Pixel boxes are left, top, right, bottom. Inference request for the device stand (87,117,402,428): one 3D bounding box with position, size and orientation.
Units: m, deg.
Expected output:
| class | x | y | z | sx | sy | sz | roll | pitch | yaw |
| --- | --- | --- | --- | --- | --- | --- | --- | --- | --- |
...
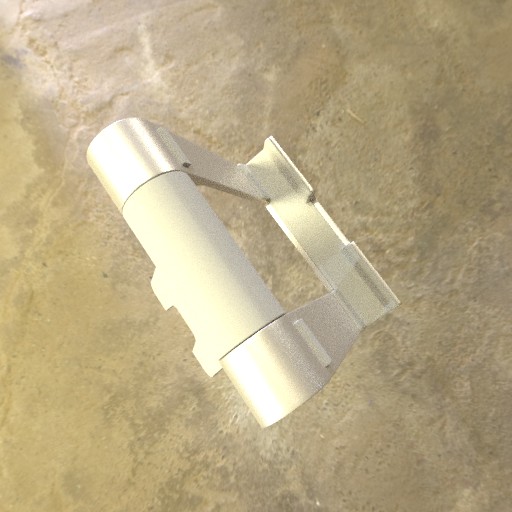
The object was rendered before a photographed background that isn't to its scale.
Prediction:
| class | x | y | z | sx | sy | sz | roll | pitch | yaw |
| --- | --- | --- | --- | --- | --- | --- | --- | --- | --- |
| device stand | 0.000 | 0.000 | 0.152 | 0.079 | 0.084 | 0.086 | -34 | 79 | -8 |
